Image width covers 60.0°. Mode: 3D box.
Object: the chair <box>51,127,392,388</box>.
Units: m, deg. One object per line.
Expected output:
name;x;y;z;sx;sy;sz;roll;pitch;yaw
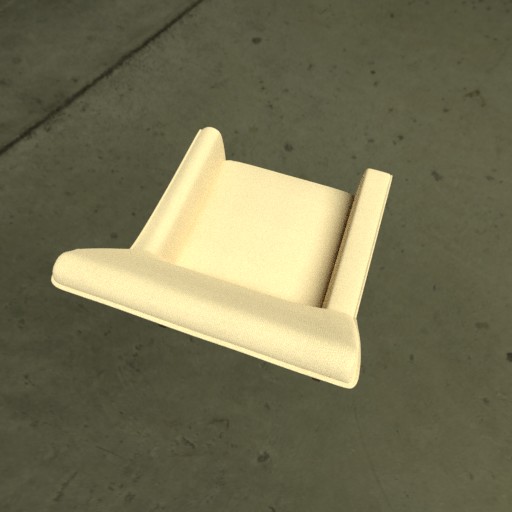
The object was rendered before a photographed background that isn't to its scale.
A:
chair;0.000;0.000;1.596;0.780;0.919;0.899;17;64;9
